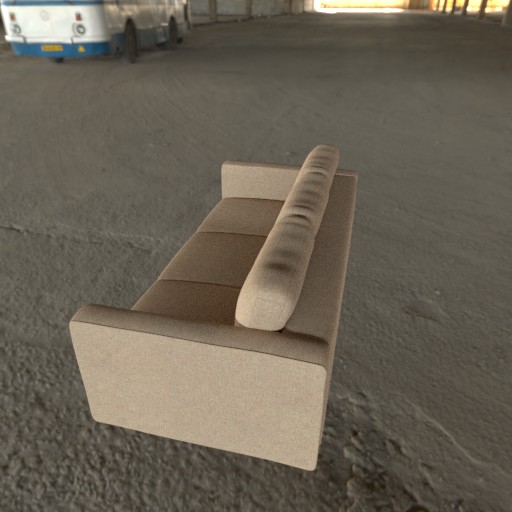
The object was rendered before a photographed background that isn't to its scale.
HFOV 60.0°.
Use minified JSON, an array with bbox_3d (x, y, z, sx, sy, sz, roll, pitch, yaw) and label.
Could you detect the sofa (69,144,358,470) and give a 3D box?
[{"bbox_3d":[0.000,0.000,2.329,0.930,0.800,1.855,7,31,12],"label":"sofa"}]
